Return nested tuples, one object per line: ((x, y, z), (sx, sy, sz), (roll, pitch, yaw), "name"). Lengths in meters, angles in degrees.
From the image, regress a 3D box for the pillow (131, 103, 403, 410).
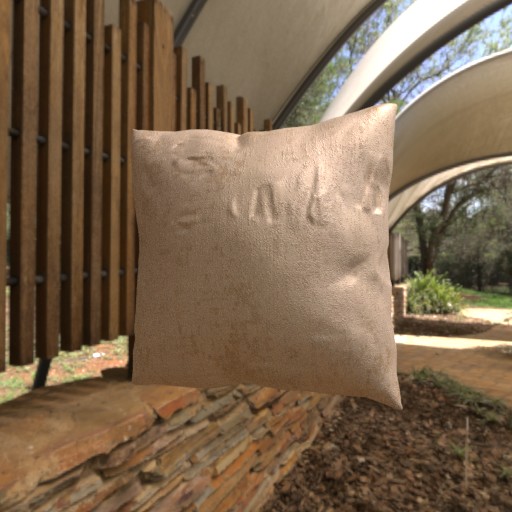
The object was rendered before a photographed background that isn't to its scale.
((0.000, 0.000, 0.720), (0.450, 0.448, 0.245), (0, -1, 18), "pillow")
